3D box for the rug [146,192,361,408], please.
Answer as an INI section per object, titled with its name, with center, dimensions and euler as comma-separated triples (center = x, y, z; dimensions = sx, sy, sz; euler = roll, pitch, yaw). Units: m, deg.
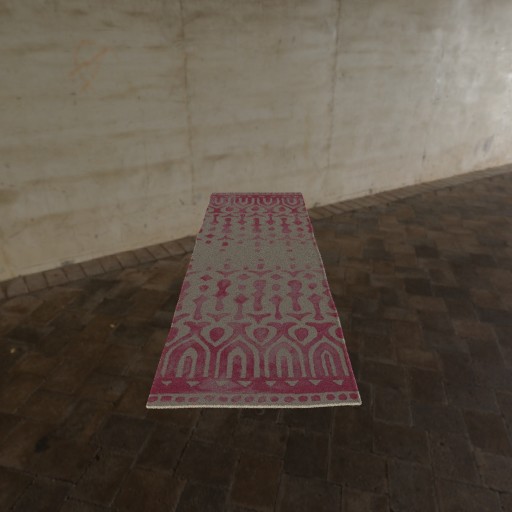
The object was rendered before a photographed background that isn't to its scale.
[rug]
center = 0.000, 0.000, 2.685
dimensions = 0.787, 0.011, 2.458
euler = 0, 26, 0
